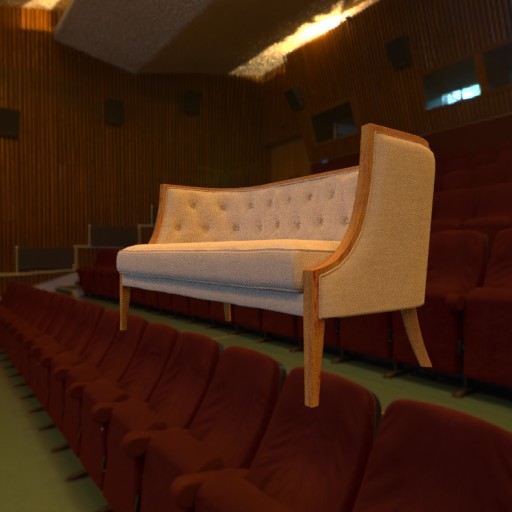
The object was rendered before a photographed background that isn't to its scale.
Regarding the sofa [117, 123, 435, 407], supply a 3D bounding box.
[{"bbox_3d":[0.000,0.000,1.932,0.770,0.775,1.474,0,1,-36],"label":"sofa"}]
